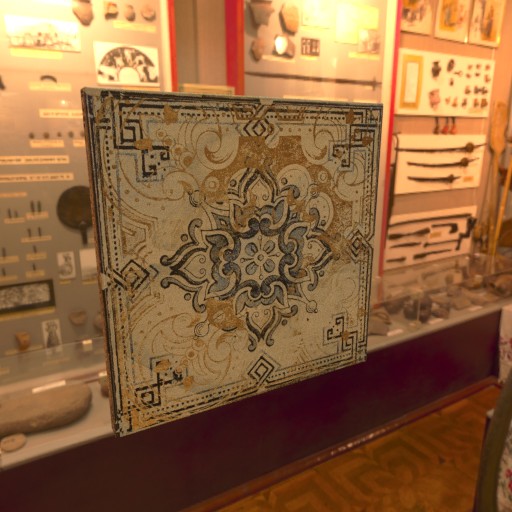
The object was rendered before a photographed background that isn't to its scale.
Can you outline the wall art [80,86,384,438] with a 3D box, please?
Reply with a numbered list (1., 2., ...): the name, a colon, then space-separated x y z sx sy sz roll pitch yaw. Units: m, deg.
1. wall art: 0.000 0.000 0.895 0.609 0.607 0.036 -8 16 -28
